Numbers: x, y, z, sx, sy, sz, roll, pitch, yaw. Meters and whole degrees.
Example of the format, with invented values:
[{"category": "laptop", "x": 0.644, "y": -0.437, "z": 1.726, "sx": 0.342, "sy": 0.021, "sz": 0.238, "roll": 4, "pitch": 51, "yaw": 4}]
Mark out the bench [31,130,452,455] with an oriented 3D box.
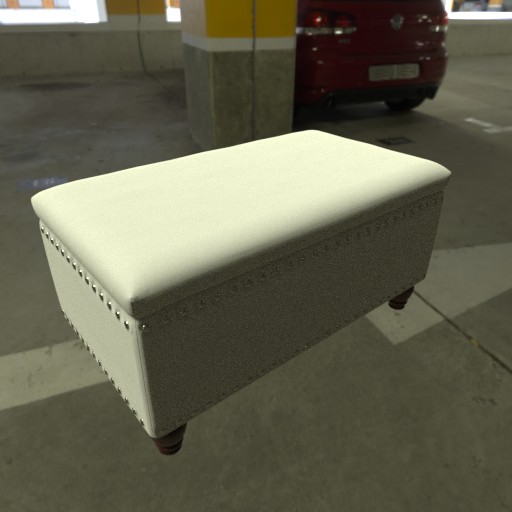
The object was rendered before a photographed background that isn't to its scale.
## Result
[{"category": "bench", "x": 0.000, "y": 0.000, "z": 1.147, "sx": 0.887, "sy": 0.449, "sz": 0.500, "roll": -22, "pitch": 36, "yaw": -33}]
